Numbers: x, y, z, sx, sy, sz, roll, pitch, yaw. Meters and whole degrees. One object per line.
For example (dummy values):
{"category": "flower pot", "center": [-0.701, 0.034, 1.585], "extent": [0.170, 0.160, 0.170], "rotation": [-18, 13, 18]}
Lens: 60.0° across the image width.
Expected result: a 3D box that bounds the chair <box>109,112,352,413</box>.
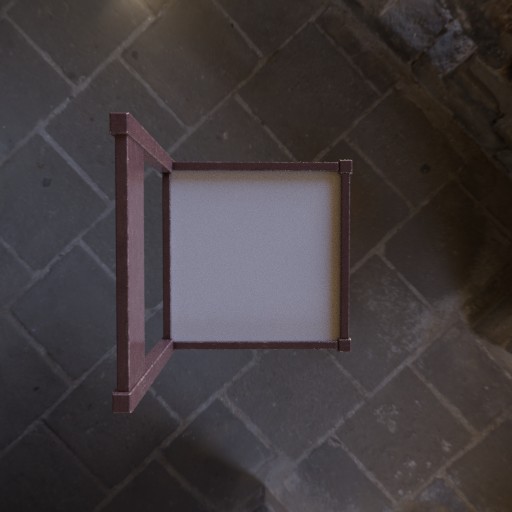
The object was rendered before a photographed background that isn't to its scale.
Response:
{"category": "chair", "center": [0.000, 0.000, 0.669], "extent": [0.285, 0.505, 0.285], "rotation": [0, 92, -1]}
